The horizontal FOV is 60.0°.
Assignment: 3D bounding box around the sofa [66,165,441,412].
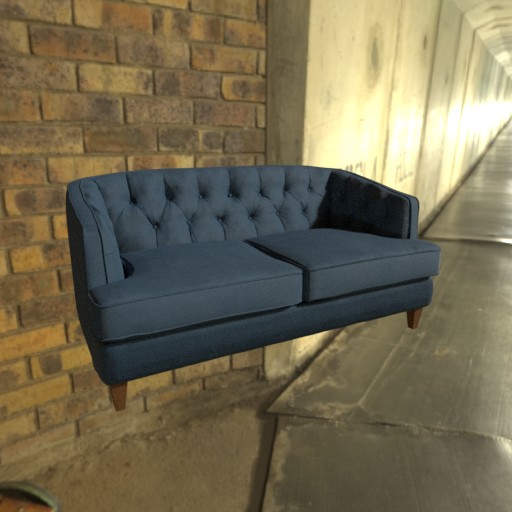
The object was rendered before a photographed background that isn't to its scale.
[{"bbox_3d":[0.000,0.000,2.271,1.733,0.854,0.941,-8,17,-27],"label":"sofa"}]
